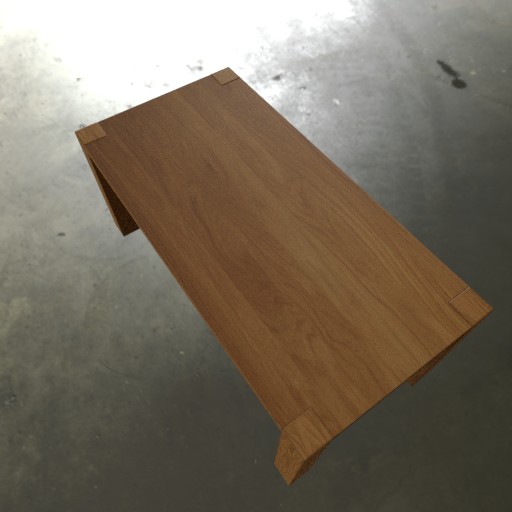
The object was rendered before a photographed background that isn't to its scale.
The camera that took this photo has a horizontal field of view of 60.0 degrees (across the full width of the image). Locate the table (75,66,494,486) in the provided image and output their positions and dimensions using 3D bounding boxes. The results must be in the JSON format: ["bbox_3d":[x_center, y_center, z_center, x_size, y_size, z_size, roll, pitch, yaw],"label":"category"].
[{"bbox_3d":[0.000,0.000,2.224,0.900,0.760,1.800,-31,62,-18],"label":"table"}]
